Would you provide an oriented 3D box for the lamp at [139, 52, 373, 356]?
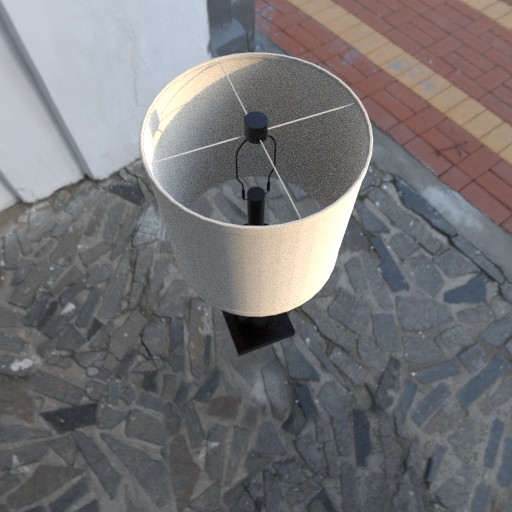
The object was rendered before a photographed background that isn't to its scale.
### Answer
[{"bbox_3d":[0.000,0.000,0.614,0.211,0.509,0.211,-19,64,-10],"label":"lamp"}]
